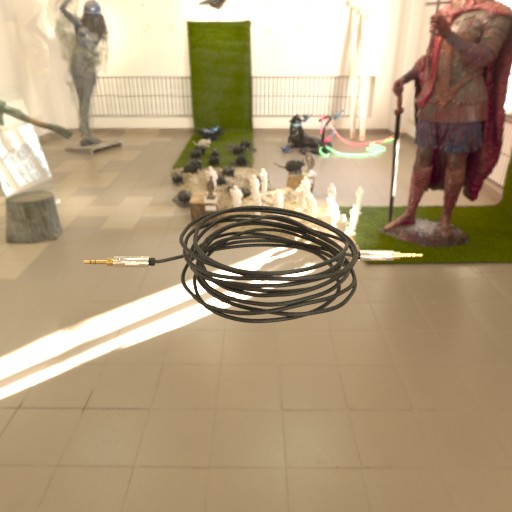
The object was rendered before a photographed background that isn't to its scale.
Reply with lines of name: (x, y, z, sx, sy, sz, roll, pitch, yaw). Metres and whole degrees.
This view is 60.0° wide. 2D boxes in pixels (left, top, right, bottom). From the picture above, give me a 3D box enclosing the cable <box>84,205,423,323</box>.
cable: (0.000, 0.000, 0.513, 0.432, 0.069, 0.198, 0, 26, 0)
